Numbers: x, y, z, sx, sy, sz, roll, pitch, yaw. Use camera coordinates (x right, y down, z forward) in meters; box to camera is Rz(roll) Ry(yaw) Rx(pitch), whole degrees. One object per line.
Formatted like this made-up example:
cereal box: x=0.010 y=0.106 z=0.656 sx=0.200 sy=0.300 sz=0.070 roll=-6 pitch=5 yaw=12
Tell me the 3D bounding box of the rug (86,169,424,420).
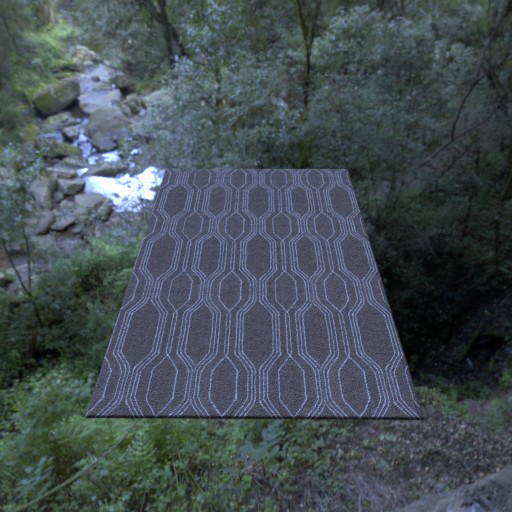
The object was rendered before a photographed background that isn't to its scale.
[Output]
rug: x=0.000 y=0.000 z=2.317 sx=1.239 sy=0.012 sz=1.836 roll=0 pitch=40 yaw=0
